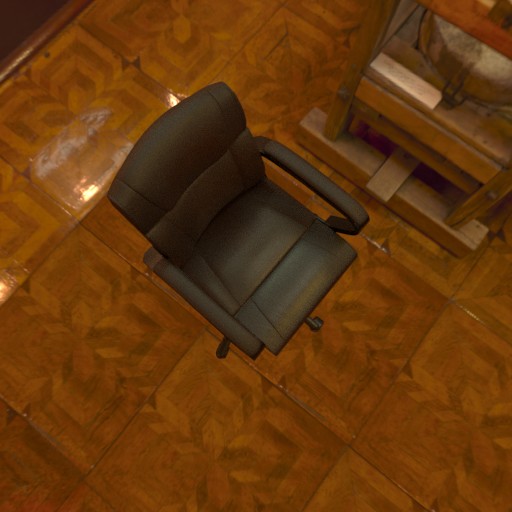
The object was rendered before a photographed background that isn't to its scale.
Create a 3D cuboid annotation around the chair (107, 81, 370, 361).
[{"bbox_3d":[0.000,0.000,1.557,0.717,1.004,0.739,40,80,9],"label":"chair"}]
